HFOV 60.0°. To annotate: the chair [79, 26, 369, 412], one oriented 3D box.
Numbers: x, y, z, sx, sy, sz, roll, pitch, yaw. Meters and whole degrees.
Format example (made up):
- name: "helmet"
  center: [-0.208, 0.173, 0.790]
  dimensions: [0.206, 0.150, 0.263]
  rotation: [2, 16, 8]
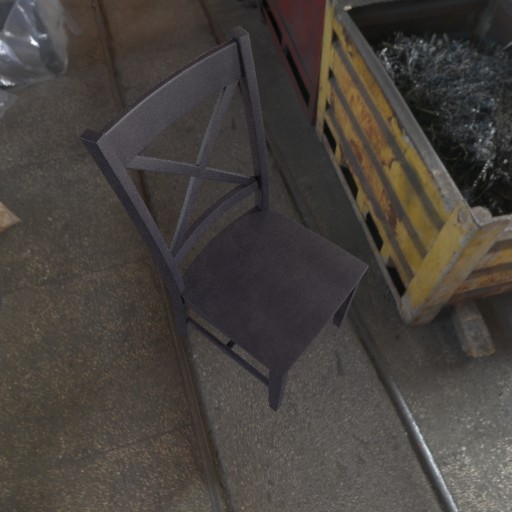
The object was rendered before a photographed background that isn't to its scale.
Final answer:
- name: "chair"
  center: [0.000, 0.000, 1.297]
  dimensions: [0.542, 0.983, 0.485]
  rotation: [34, 64, 19]
